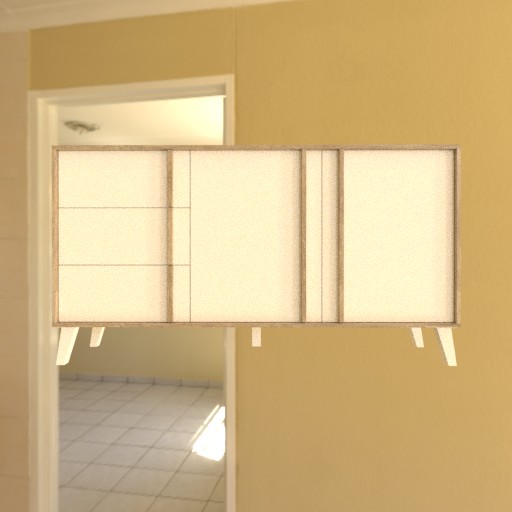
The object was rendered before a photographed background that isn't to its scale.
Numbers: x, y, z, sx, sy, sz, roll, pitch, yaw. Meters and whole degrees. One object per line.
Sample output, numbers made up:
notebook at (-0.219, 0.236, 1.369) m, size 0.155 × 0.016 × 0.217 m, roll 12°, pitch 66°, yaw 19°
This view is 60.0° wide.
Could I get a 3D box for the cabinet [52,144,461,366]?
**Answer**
cabinet at (0.000, 0.000, 1.959) m, size 1.600 × 0.870 × 0.450 m, roll 0°, pitch 0°, yaw 0°
